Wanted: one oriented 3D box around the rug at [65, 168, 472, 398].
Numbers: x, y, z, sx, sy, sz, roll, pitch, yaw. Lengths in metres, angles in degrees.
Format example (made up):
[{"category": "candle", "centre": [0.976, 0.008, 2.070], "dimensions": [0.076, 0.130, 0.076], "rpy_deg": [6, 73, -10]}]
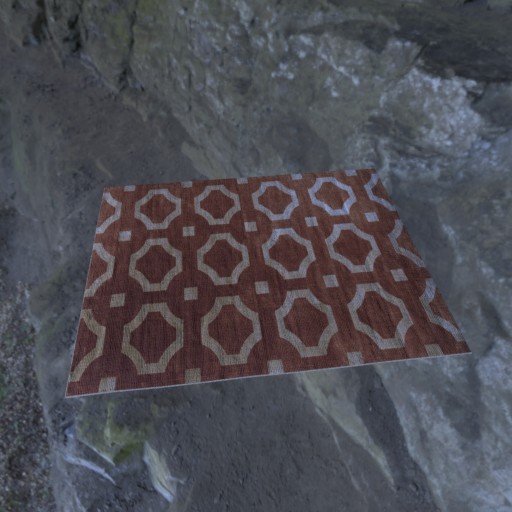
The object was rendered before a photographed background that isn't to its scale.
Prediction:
[{"category": "rug", "centre": [0.000, 0.000, 4.134], "dimensions": [3.049, 0.021, 2.466], "rpy_deg": [-5, 46, -5]}]
